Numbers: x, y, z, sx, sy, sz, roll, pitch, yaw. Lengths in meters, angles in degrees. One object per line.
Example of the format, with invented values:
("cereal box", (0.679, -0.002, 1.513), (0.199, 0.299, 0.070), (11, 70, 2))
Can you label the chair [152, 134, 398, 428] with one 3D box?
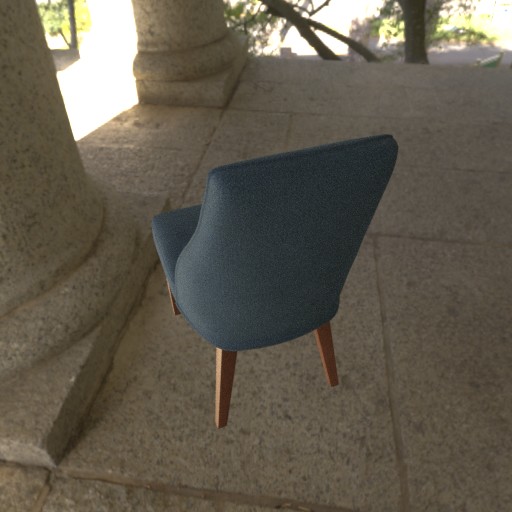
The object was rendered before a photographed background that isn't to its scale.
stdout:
("chair", (0.000, 0.000, 1.276), (0.500, 0.930, 0.620), (-15, 43, -16))
